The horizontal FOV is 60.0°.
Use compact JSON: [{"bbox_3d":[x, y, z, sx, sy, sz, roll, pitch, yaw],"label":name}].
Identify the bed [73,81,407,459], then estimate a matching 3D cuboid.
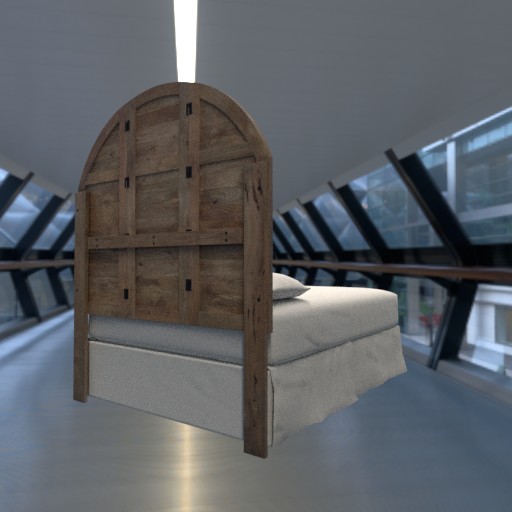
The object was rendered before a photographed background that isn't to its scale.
[{"bbox_3d":[0.000,0.000,3.469,1.713,2.002,2.112,-1,-2,36],"label":"bed"}]
